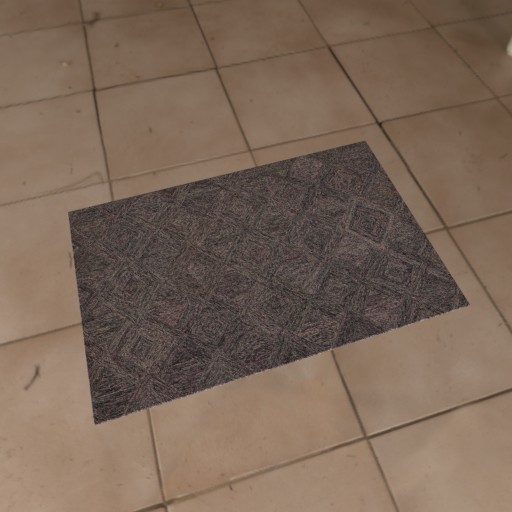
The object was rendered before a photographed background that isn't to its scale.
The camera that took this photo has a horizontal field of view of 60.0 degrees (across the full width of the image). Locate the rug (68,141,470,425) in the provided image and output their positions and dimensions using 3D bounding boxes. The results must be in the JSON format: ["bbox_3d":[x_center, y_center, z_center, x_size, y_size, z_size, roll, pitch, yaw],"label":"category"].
[{"bbox_3d":[0.000,0.000,2.931,2.298,0.017,1.501,-15,59,-9],"label":"rug"}]
